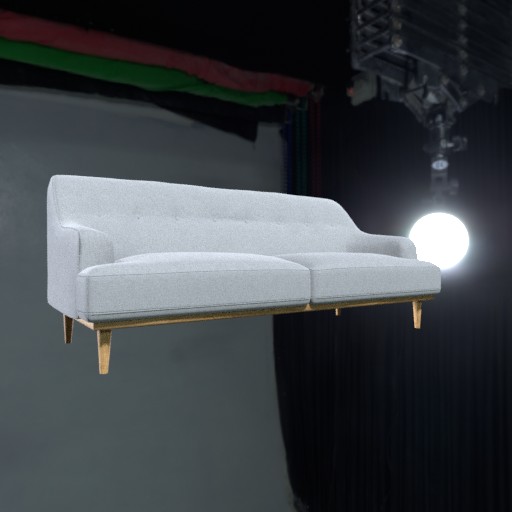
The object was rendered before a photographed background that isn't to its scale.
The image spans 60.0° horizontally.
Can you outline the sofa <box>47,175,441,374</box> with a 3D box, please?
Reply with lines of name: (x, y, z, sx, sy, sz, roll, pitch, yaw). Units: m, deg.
sofa: (0.000, 0.000, 2.486, 2.057, 0.871, 0.978, 0, 0, -33)
